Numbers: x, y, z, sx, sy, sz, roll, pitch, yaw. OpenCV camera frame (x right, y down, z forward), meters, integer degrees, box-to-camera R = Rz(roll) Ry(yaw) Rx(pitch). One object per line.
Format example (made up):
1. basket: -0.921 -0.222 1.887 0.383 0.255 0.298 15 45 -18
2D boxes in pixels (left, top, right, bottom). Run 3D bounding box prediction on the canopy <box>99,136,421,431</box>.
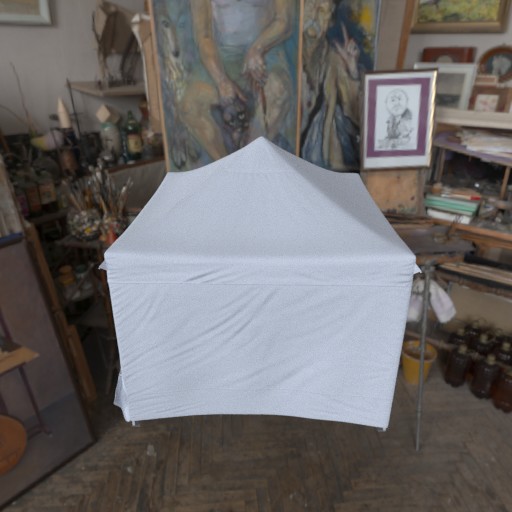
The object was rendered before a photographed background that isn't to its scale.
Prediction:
1. canopy: 0.000 0.000 5.677 3.121 2.997 3.043 1 25 1
